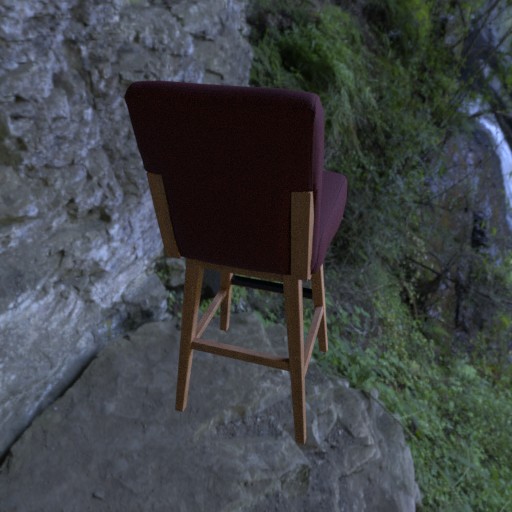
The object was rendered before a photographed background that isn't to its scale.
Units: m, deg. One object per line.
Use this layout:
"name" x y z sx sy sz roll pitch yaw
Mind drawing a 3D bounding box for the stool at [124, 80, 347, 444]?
"stool" 0.000 0.000 1.361 0.468 1.093 0.562 9 33 14
